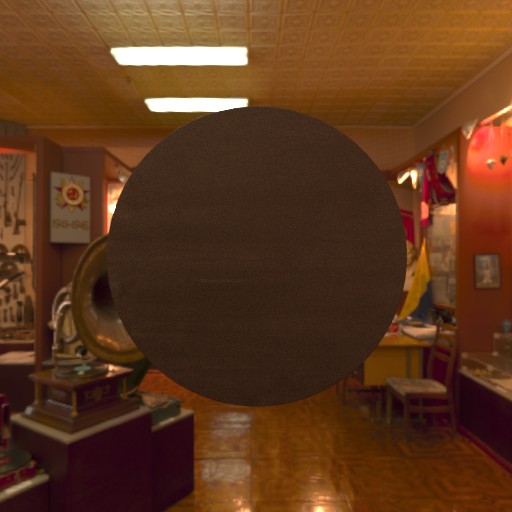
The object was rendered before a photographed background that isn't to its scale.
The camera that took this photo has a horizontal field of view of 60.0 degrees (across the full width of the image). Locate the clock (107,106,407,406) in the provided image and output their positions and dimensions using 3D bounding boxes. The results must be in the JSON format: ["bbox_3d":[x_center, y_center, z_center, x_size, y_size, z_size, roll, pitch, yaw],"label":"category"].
[{"bbox_3d":[0.000,0.000,0.892,0.595,0.595,0.029,0,0,1],"label":"clock"}]
